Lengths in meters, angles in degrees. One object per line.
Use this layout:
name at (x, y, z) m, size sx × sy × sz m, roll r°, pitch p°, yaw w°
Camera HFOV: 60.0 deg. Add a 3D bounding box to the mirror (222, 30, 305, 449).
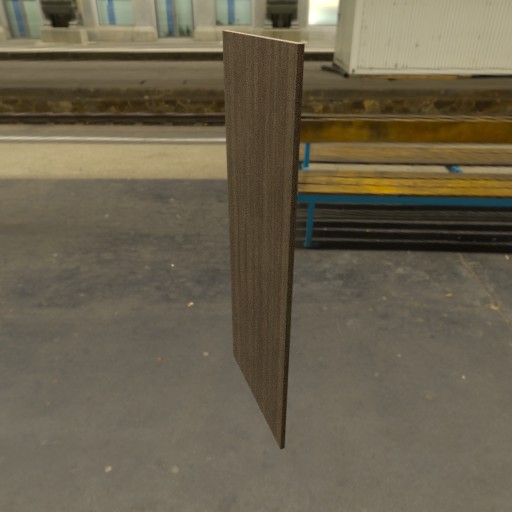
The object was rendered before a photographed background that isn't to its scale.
mirror at (0.000, 0.000, 2.280) m, size 0.025 × 2.032 × 0.812 m, roll -11°, pitch 32°, yaw -18°
